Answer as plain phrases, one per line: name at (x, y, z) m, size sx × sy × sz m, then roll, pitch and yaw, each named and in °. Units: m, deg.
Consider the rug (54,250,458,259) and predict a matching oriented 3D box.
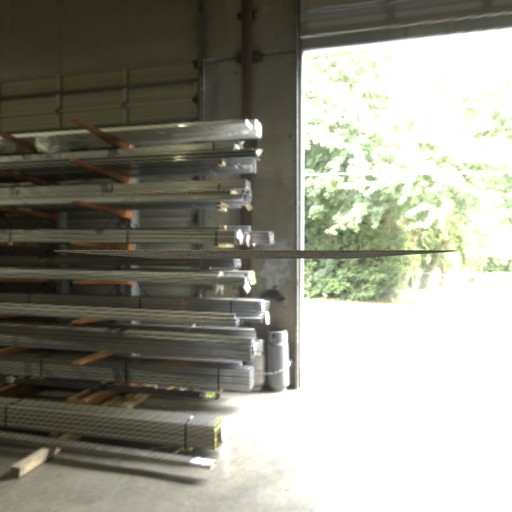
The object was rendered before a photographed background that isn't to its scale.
rug at (0.000, 0.000, 4.062) m, size 2.380 × 0.008 × 2.977 m, roll 0°, pitch -1°, yaw 0°
